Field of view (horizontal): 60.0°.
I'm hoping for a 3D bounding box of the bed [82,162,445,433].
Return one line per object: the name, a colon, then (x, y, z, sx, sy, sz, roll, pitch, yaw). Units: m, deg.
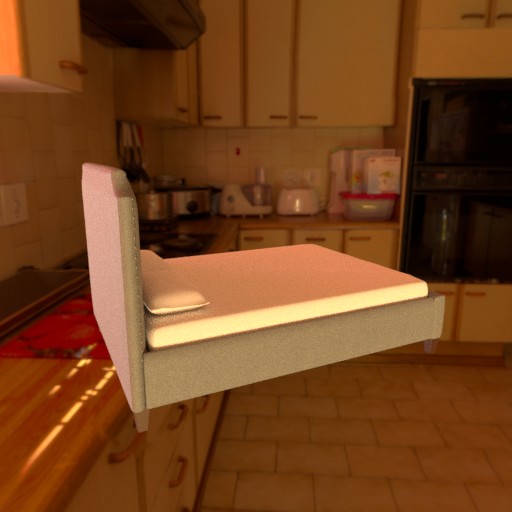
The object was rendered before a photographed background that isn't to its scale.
bed: (0.000, 0.000, 3.495, 2.372, 1.443, 1.712, -6, 15, -25)
